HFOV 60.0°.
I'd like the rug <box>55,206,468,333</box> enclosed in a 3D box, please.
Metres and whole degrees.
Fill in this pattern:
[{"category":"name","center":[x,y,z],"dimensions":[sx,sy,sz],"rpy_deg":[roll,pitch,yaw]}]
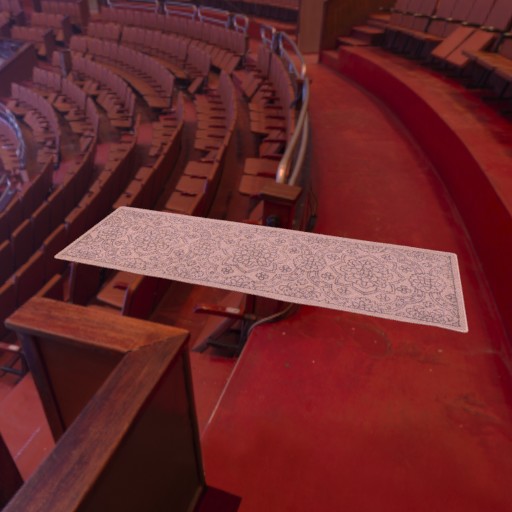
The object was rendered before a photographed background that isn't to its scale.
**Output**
[{"category":"rug","center":[0.000,0.000,2.806],"dimensions":[2.431,0.006,0.806],"rpy_deg":[9,33,14]}]
